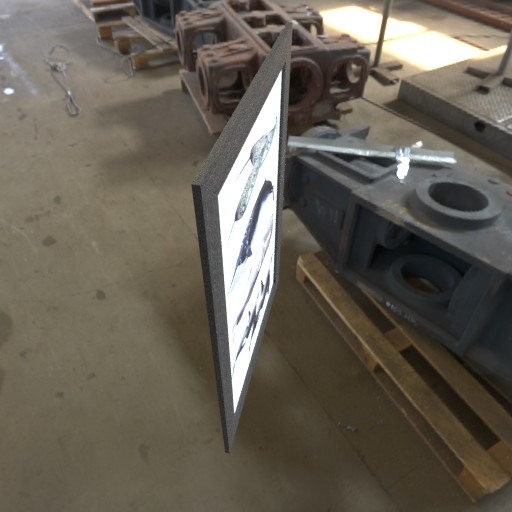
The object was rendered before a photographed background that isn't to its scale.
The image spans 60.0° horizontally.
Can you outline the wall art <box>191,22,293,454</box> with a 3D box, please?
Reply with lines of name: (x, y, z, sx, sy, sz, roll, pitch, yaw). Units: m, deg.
wall art: (0.000, 0.000, 1.394, 0.016, 1.116, 0.810, 10, 46, 10)
